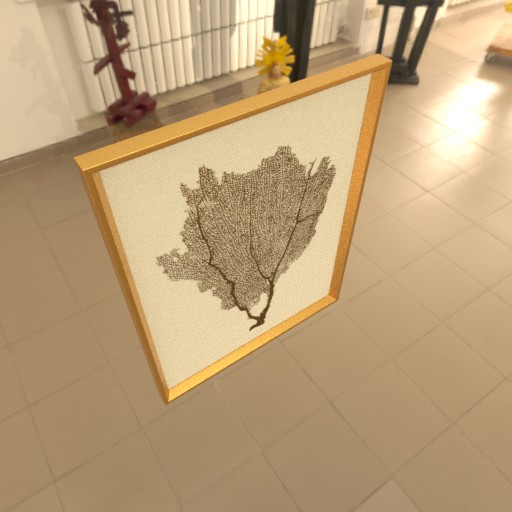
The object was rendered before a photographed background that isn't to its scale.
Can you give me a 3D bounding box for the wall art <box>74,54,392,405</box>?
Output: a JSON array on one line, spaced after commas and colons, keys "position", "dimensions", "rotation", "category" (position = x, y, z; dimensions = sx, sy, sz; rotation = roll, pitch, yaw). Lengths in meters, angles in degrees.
[{"position": [0.000, 0.000, 1.022], "dimensions": [0.610, 0.762, 0.038], "rotation": [-27, 53, -23], "category": "wall art"}]
